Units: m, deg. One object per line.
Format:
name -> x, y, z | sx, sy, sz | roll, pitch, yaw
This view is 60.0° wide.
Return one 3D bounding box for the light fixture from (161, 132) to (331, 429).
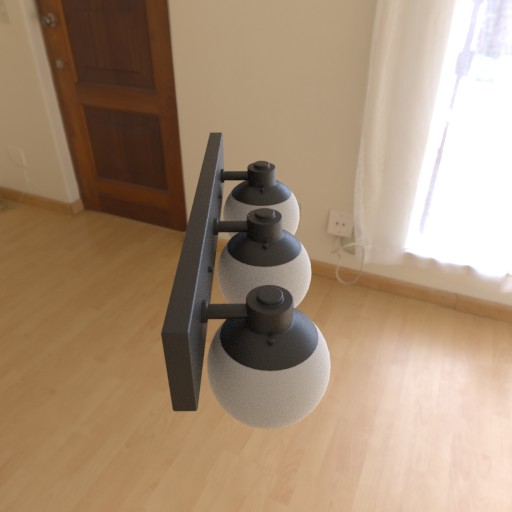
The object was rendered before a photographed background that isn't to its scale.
light fixture -> 0.000, 0.000, 0.860 | 0.218, 0.263, 0.721 | 0, 33, -1
